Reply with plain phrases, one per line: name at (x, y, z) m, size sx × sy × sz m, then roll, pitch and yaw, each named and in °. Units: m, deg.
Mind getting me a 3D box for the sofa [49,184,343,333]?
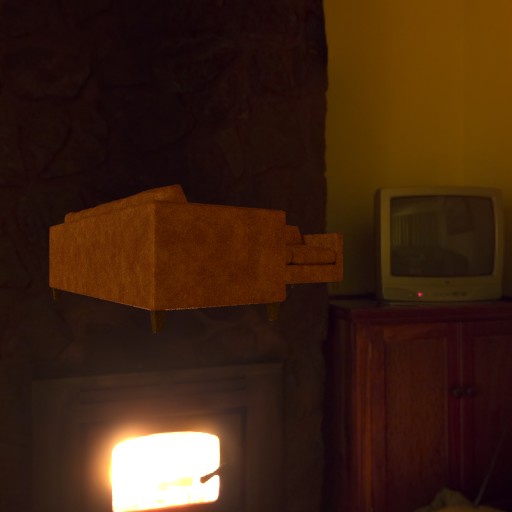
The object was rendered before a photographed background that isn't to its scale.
sofa at (0.000, 0.000, 4.224) m, size 3.150 × 0.838 × 2.438 m, roll 0°, pitch 0°, yaw -37°
